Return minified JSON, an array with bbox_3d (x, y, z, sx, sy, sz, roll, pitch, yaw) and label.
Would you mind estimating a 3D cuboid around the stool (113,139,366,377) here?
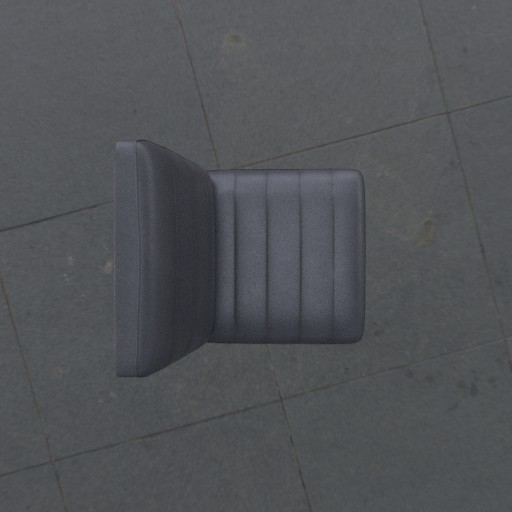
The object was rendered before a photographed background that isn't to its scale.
[{"bbox_3d":[0.000,0.000,1.326,0.552,1.040,0.457,0,91,-1],"label":"stool"}]
